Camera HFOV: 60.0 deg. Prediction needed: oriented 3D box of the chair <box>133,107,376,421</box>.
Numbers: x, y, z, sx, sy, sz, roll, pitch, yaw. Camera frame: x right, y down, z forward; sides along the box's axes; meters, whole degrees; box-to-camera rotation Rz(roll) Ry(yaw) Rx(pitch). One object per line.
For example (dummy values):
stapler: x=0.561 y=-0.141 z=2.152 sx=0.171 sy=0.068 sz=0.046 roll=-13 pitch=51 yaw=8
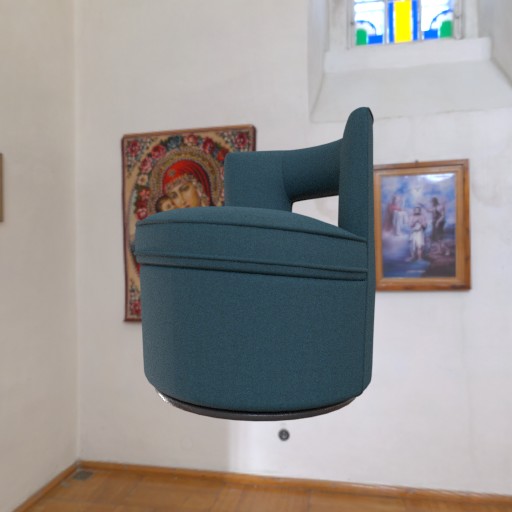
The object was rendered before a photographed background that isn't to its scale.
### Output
chair: x=0.000 y=0.000 z=1.238 sx=0.660 sy=0.711 sz=0.684 roll=-1 pitch=1 yaw=-34
